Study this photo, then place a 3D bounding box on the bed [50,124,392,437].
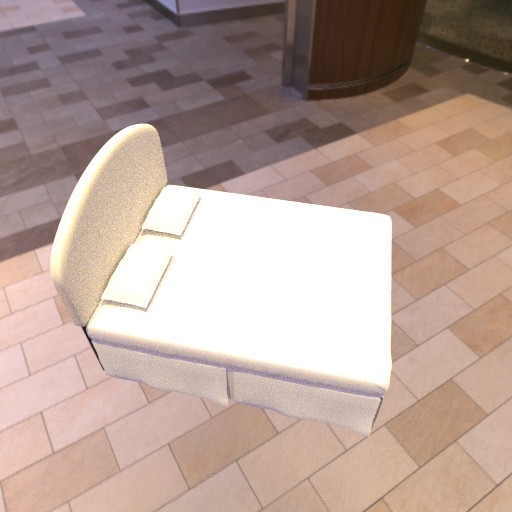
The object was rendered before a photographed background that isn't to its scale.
[{"bbox_3d":[0.000,0.000,3.084,2.005,1.410,1.607,9,47,8],"label":"bed"}]
